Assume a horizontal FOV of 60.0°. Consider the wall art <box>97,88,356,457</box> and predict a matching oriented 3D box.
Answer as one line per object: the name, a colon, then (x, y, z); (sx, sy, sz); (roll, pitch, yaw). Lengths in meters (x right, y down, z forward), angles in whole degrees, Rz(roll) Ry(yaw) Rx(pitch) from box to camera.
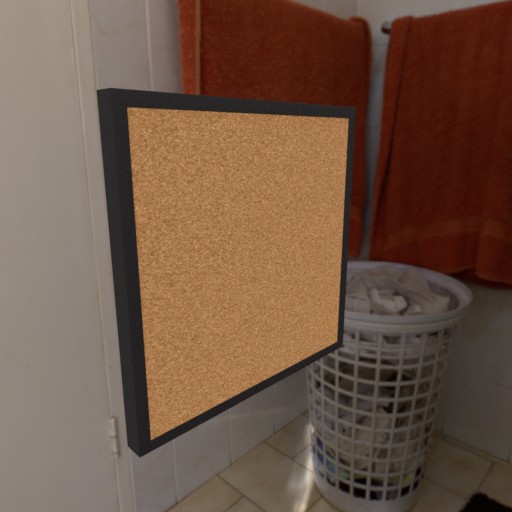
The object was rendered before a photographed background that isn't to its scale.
wall art: (0.000, 0.000, 0.760); (0.506, 0.503, 0.036); (-14, 21, -43)
